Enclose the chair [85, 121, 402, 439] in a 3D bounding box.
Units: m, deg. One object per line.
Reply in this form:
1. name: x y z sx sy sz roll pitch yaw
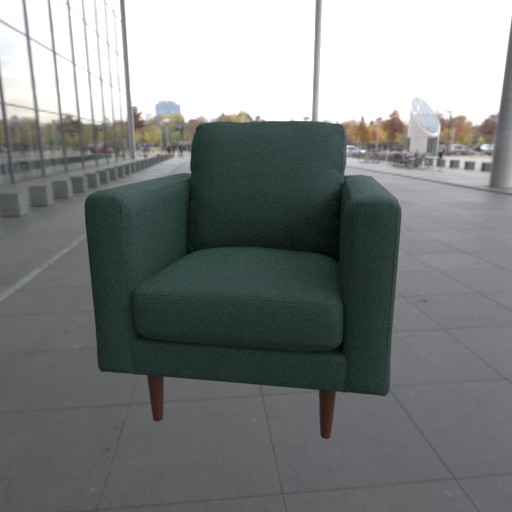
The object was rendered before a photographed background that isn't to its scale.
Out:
1. chair: 0.000 0.000 1.544 0.855 0.927 0.800 2 14 9
